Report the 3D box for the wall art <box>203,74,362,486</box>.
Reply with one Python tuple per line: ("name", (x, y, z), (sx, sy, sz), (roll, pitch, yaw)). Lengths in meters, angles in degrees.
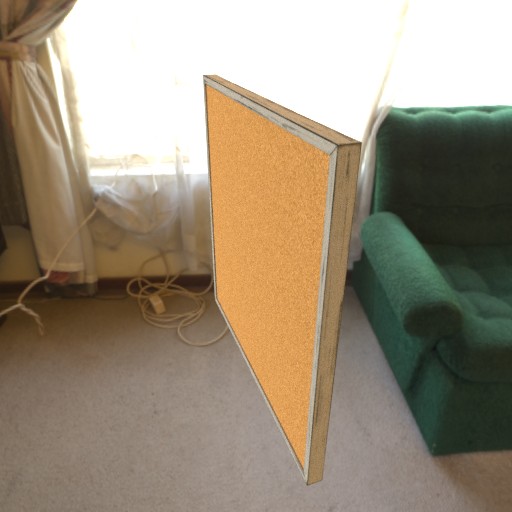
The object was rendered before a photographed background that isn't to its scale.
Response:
("wall art", (0.000, 0.000, 1.113), (0.037, 0.761, 0.761), (-10, 31, -17))
